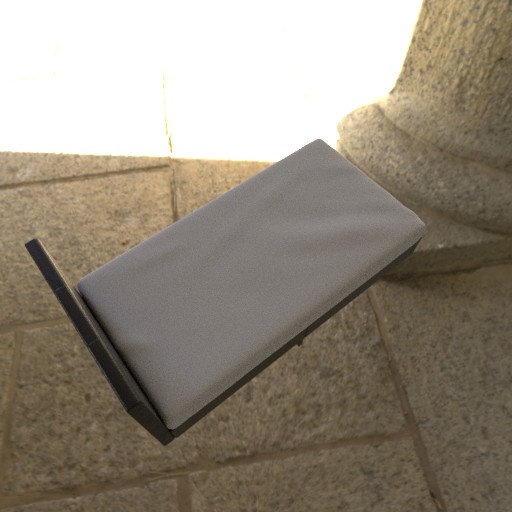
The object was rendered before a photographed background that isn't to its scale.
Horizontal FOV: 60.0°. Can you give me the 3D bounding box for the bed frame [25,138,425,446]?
[{"bbox_3d":[0.000,0.000,2.597,2.152,1.046,1.038,-34,64,-19],"label":"bed frame"}]
